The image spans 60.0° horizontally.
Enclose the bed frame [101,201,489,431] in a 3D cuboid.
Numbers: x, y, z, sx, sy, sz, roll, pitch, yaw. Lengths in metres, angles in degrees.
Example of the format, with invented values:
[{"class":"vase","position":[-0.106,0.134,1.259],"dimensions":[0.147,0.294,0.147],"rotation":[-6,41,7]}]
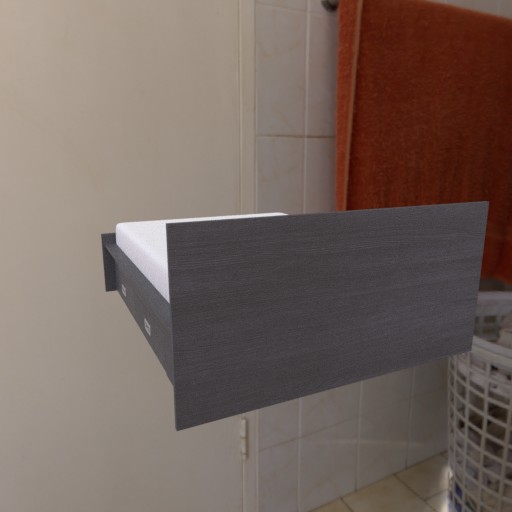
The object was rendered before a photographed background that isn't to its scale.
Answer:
[{"class":"bed frame","position":[0.000,0.000,2.805],"dimensions":[1.622,0.800,1.960],"rotation":[-6,15,-25]}]
